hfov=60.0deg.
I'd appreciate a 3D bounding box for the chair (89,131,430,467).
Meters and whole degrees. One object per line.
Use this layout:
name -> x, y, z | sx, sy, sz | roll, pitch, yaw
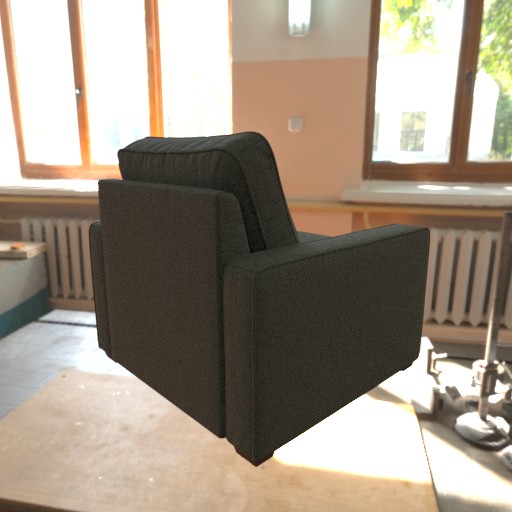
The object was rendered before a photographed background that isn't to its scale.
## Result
chair -> 0.000, 0.000, 1.755 | 0.940, 0.919, 1.017 | -12, 18, -42
